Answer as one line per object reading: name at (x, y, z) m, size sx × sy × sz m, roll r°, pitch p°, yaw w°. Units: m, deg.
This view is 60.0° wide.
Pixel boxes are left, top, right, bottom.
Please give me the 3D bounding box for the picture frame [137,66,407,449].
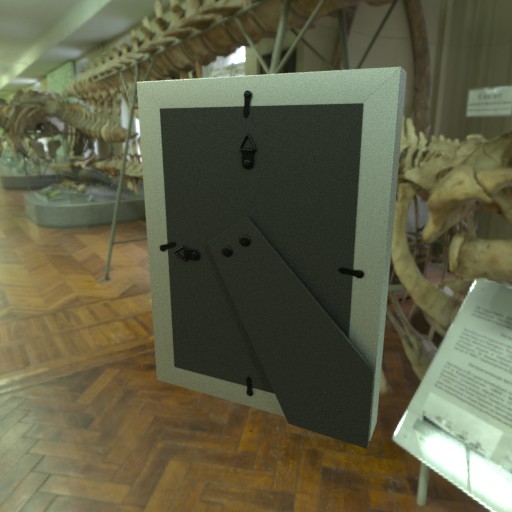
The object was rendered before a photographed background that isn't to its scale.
picture frame at (0.000, 0.000, 0.275) m, size 0.157 × 0.208 × 0.028 m, roll 7°, pitch 17°, yaw 25°
